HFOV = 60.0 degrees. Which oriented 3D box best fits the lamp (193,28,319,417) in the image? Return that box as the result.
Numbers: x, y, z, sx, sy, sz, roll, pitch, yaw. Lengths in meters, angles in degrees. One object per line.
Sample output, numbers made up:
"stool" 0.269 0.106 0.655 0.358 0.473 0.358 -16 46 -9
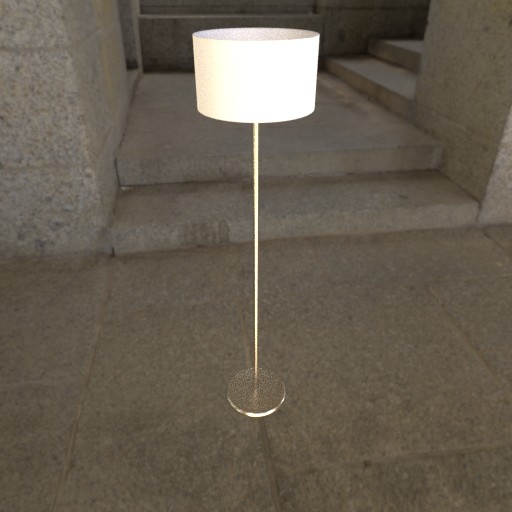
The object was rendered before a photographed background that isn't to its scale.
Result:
"lamp" 0.000 0.000 1.601 0.347 1.443 0.347 -22 38 -31
